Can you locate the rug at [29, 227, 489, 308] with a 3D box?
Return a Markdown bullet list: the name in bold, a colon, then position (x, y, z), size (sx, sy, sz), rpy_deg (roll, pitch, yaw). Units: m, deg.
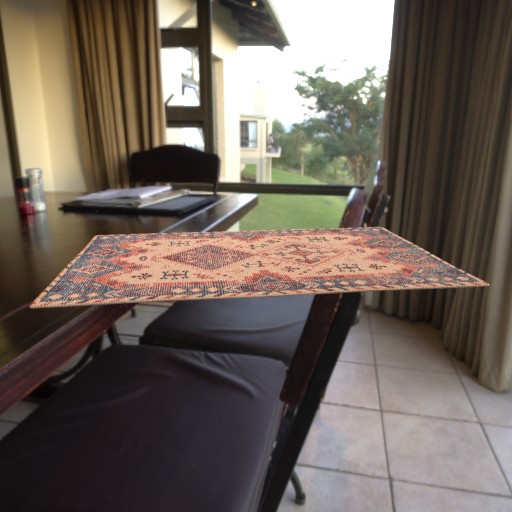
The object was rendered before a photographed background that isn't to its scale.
- **rug**: position (0.000, 0.000, 3.058), size (2.464, 0.023, 1.521), rpy_deg (-2, 16, -7)
